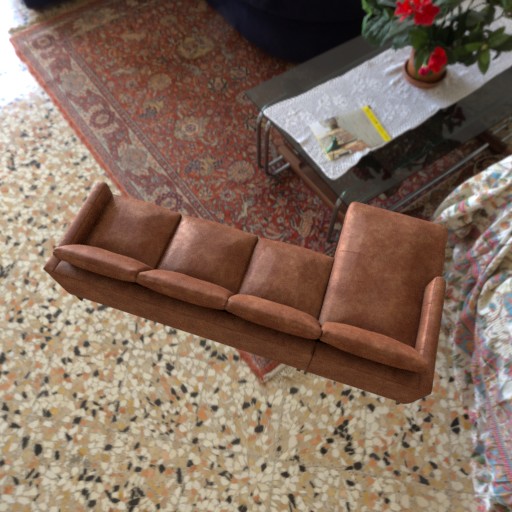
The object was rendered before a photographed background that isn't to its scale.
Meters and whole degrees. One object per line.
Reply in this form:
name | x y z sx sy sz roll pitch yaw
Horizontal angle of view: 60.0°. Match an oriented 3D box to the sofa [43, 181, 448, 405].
sofa | 0.000 0.000 3.704 2.993 0.859 1.471 16 64 8
